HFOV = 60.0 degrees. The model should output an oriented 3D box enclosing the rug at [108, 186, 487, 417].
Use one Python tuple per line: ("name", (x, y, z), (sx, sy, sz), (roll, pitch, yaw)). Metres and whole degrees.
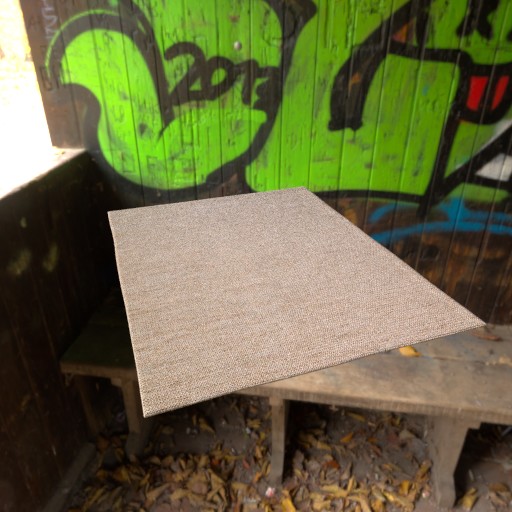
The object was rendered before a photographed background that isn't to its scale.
("rug", (0.000, 0.000, 4.040), (2.406, 0.012, 3.034), (-10, 30, -17))
